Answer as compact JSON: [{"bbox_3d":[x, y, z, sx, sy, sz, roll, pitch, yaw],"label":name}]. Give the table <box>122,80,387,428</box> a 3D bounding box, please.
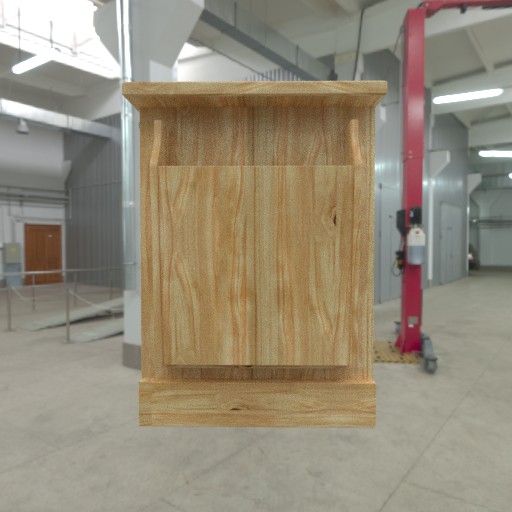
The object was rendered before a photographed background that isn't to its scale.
[{"bbox_3d":[0.000,0.000,0.876,0.380,0.515,0.530,0,2,1],"label":"table"}]
